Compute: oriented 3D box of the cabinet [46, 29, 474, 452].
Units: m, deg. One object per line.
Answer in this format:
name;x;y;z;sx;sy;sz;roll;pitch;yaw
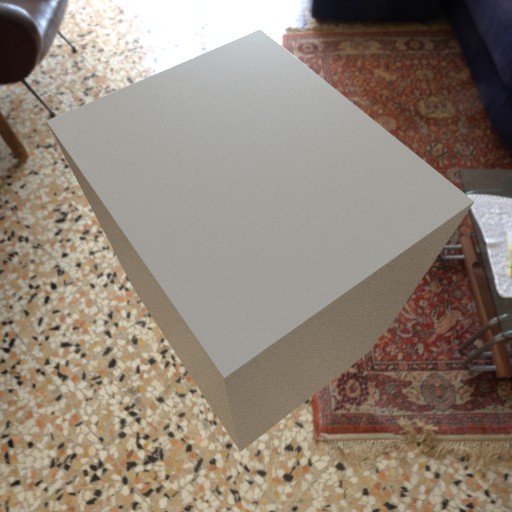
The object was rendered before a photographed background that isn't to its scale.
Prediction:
cabinet;0.000;0.000;0.728;0.360;0.470;0.400;-32;64;-18
